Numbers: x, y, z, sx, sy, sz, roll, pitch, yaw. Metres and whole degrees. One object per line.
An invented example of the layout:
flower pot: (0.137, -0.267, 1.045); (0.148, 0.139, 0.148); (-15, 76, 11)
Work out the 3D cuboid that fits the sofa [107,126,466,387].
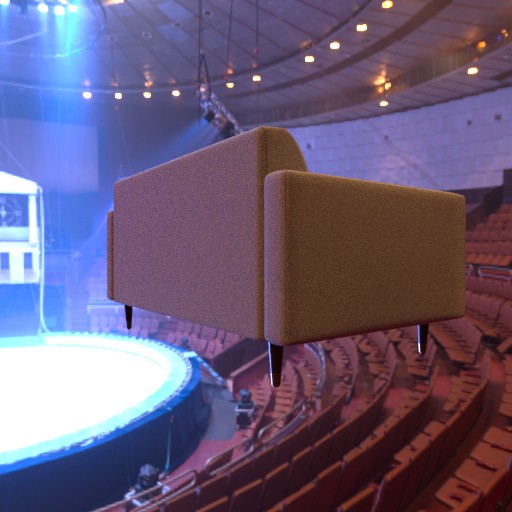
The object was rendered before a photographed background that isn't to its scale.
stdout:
sofa: (0.000, 0.000, 2.127); (0.950, 0.801, 1.585); (0, 1, -36)
